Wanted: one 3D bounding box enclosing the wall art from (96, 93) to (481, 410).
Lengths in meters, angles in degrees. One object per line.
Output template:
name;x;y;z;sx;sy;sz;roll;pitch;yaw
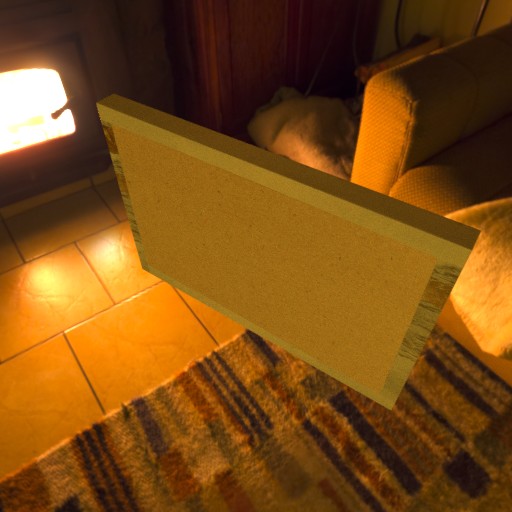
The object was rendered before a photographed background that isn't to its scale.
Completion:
wall art;0.000;0.000;0.768;0.606;0.407;0.041;26;52;23
